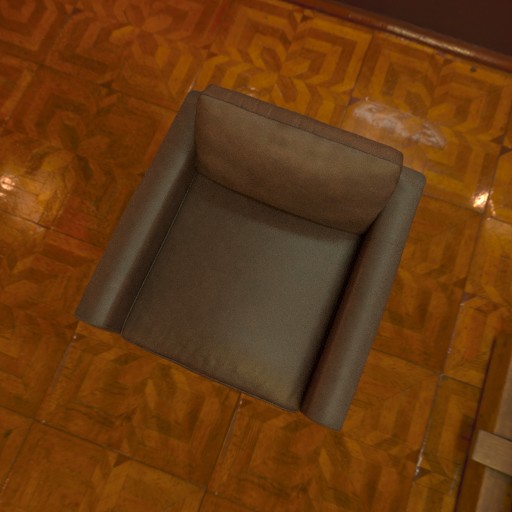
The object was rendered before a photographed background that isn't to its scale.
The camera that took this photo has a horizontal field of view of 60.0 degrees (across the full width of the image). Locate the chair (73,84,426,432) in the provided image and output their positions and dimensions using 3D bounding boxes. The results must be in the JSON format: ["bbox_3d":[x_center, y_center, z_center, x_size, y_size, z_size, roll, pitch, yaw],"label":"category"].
[{"bbox_3d":[0.000,0.000,1.854,1.100,0.812,1.069,22,77,5],"label":"chair"}]
